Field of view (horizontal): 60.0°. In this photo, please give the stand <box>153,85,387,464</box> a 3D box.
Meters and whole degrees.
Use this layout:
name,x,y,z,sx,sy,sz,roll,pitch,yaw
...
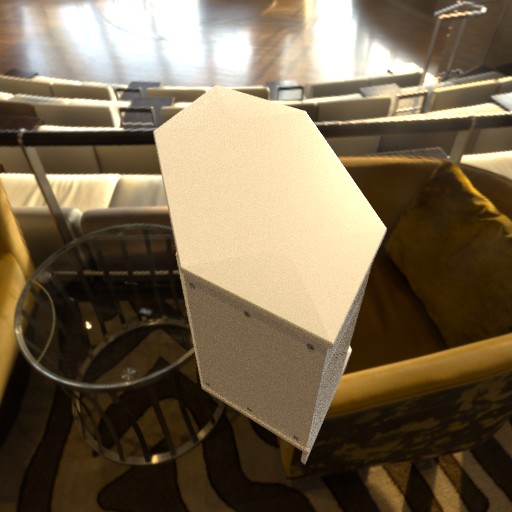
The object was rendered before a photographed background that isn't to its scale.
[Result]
name,x,y,z,sx,sy,sz,roll,pitch,yaw
stand,0.000,0.000,1.377,0.477,0.614,1.072,-11,47,-10
